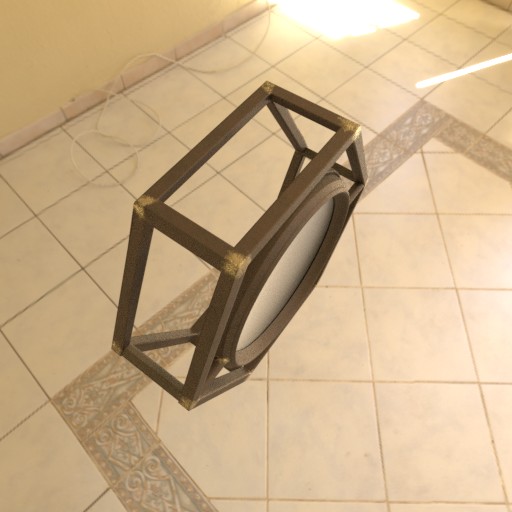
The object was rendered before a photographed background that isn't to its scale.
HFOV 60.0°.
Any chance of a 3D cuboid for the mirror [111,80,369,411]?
[{"bbox_3d":[0.000,0.000,0.549,0.119,0.334,0.380,32,64,17],"label":"mirror"}]
